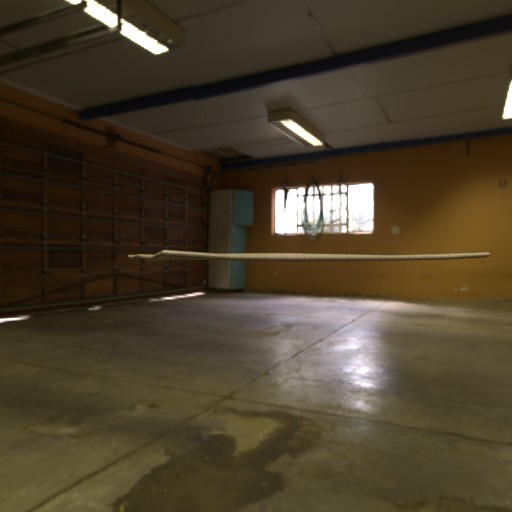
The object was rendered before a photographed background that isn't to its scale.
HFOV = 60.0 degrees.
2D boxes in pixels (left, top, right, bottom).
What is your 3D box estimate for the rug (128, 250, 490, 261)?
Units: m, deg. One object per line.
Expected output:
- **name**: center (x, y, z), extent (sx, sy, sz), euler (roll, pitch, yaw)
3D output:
- **rug**: center (0.000, 0.000, 3.009), extent (1.553, 0.053, 2.430), euler (0, 0, -19)
